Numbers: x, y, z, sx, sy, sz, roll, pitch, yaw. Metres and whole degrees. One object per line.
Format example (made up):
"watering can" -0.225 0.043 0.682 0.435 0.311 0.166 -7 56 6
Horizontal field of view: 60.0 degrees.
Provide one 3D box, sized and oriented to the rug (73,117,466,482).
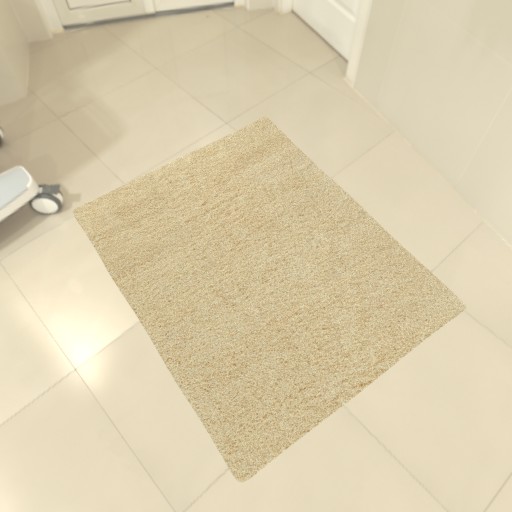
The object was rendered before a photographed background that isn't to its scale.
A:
"rug" 0.000 0.000 4.140 2.401 0.025 3.001 -31 63 -18
